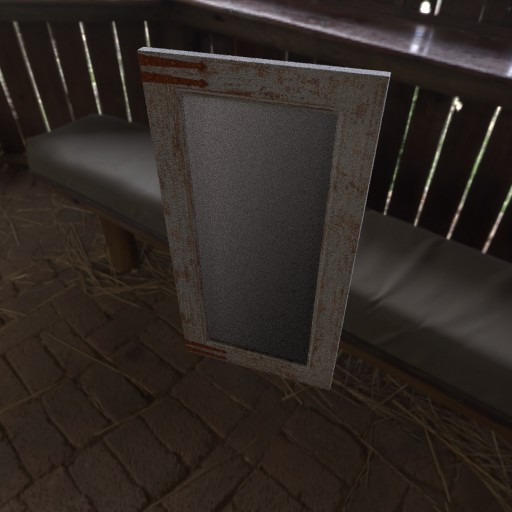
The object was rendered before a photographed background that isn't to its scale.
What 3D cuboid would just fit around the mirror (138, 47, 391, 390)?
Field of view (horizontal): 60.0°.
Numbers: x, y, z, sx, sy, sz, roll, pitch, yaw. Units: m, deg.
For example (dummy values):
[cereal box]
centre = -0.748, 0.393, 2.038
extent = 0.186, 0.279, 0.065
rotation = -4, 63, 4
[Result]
[mirror]
centre = 0.000, 0.000, 1.096
extent = 0.472, 0.922, 0.027
rotation = 12, 42, 14
